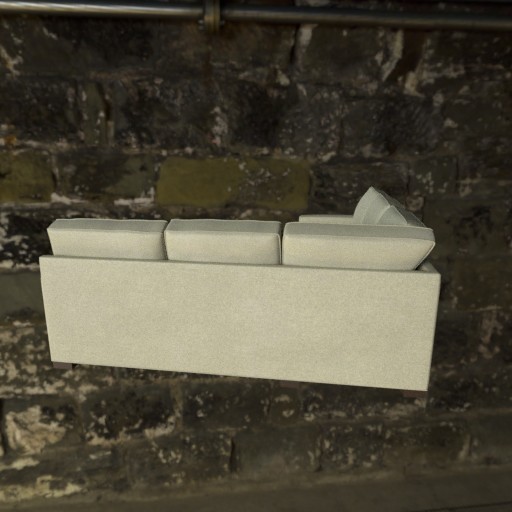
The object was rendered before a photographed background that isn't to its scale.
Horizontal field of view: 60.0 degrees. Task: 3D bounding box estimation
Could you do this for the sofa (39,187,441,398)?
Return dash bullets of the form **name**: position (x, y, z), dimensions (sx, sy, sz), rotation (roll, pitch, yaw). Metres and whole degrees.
- **sofa**: position (0.000, 0.000, 3.439), dimensions (2.211, 0.936, 2.188), rotation (2, 15, 8)
